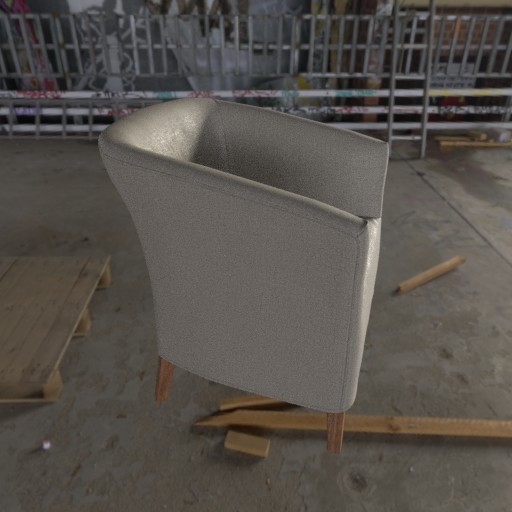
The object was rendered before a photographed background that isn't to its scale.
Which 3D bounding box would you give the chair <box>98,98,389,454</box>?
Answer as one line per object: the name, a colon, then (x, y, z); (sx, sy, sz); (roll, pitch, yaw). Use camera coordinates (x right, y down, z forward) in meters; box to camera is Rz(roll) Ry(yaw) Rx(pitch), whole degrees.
chair: (0.000, 0.000, 1.264); (0.668, 0.771, 0.600); (9, 32, 16)
